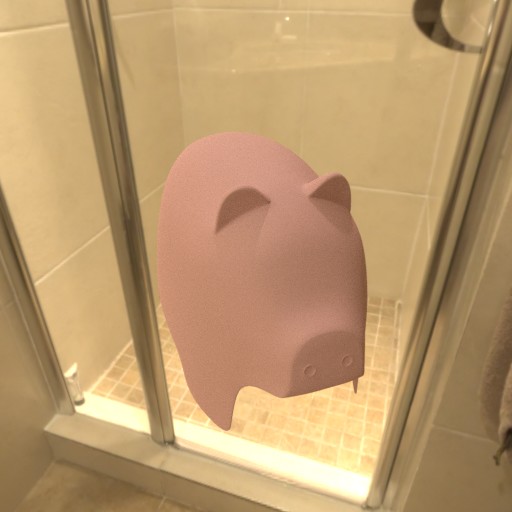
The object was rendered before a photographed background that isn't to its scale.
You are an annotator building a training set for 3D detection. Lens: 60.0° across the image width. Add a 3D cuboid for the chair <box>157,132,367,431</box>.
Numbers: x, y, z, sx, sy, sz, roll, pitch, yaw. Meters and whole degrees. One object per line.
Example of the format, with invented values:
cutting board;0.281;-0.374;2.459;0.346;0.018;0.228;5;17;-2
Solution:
chair;0.000;0.000;0.843;0.364;0.423;0.619;-10;34;-16
